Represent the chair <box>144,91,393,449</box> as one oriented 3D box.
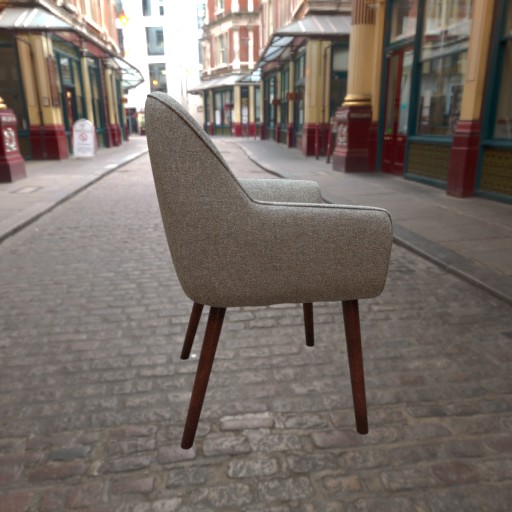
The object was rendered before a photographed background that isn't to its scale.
[{"bbox_3d":[0.000,0.000,1.186,0.519,0.803,0.543,-3,16,-9],"label":"chair"}]
